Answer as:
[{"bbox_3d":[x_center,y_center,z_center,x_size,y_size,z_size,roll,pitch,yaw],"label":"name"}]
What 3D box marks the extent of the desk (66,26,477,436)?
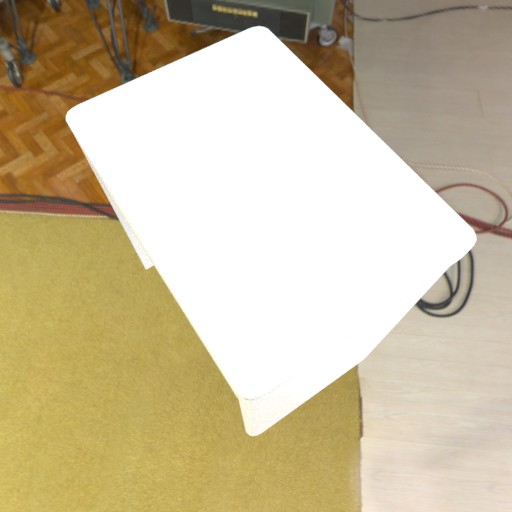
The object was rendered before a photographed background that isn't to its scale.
[{"bbox_3d":[0.000,0.000,1.284,0.549,0.800,0.762,-31,68,-14],"label":"desk"}]
